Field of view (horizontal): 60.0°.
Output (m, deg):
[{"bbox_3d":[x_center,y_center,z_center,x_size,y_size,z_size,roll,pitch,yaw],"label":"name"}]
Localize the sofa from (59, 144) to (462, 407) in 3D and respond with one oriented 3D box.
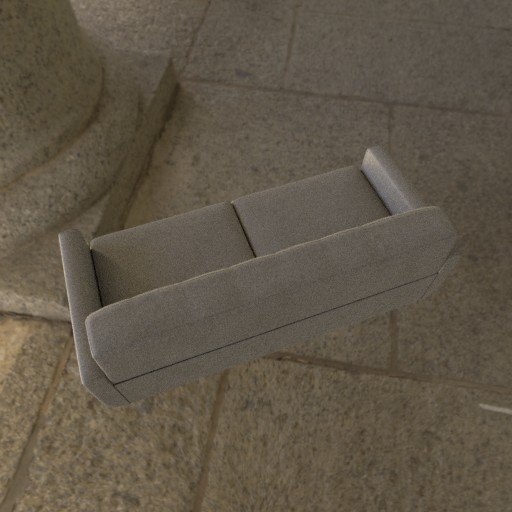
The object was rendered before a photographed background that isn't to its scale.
[{"bbox_3d":[0.000,0.000,2.587,2.055,0.873,0.968,-17,59,-11],"label":"sofa"}]
